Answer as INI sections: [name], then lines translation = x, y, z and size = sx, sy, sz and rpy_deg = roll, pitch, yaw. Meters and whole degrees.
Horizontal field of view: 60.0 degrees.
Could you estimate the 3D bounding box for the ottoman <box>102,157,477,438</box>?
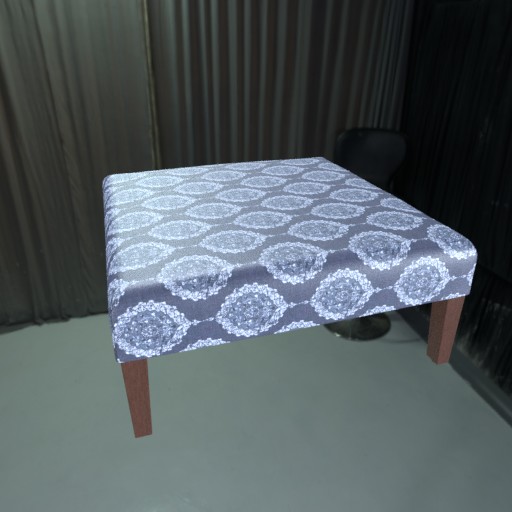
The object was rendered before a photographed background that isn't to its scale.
[ottoman]
translation = 0.000, 0.000, 1.418
size = 0.890, 0.409, 0.889
rpy_deg = -8, 28, -16
